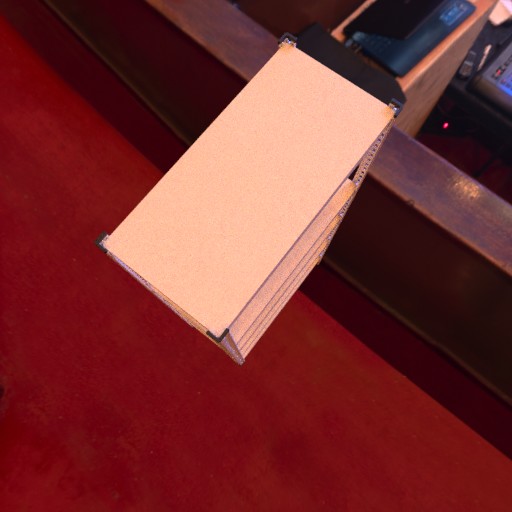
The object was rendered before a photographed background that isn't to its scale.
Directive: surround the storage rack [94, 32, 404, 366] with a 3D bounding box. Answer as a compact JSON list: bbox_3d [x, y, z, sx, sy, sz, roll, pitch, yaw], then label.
[{"bbox_3d":[0.000,0.000,2.186,0.457,1.829,0.914,37,77,10],"label":"storage rack"}]
